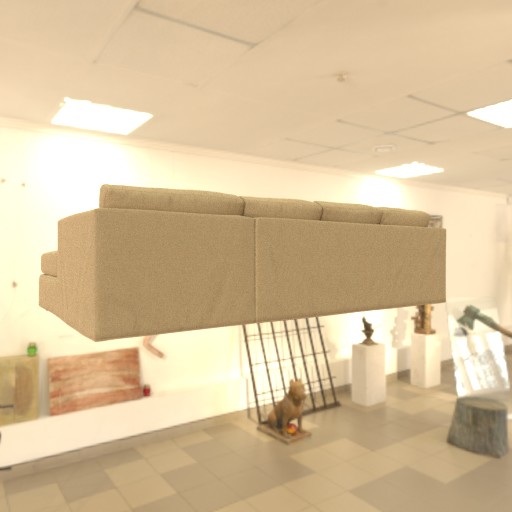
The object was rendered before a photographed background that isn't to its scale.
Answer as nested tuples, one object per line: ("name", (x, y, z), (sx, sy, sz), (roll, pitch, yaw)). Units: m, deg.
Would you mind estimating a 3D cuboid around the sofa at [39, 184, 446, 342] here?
("sofa", (0.000, 0.000, 3.834), (3.177, 0.867, 1.622), (0, 0, -35))
